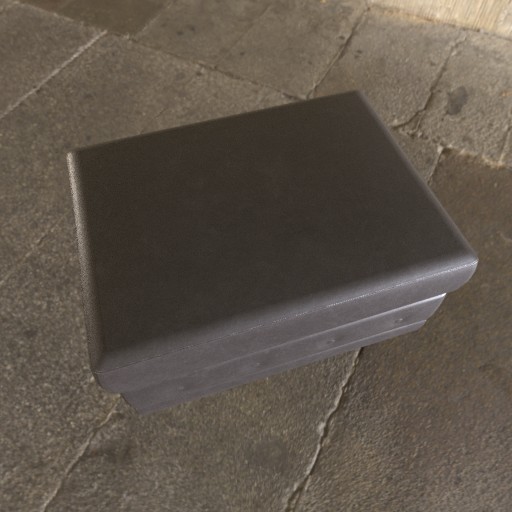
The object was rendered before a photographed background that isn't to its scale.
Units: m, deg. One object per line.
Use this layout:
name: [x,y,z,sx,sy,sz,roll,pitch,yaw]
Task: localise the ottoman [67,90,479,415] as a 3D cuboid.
ottoman: [0.000,0.000,1.161,0.795,0.498,0.590,-15,58,-9]
